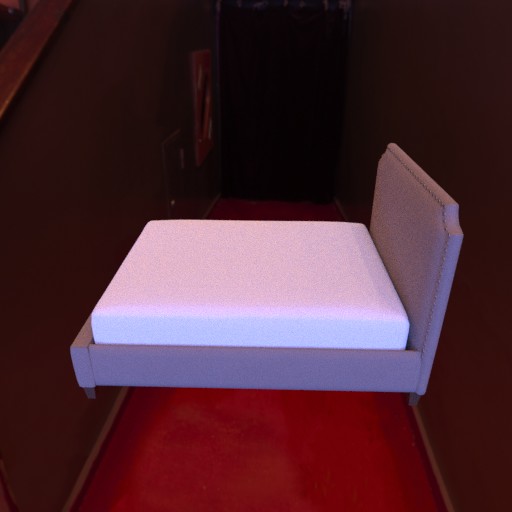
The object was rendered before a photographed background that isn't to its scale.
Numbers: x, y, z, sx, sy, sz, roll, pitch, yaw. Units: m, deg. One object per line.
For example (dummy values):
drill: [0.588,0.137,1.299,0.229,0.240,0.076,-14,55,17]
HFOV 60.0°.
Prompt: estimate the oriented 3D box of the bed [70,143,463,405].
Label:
bed: [0.000,0.000,3.460,2.372,1.443,1.713,1,28,2]
